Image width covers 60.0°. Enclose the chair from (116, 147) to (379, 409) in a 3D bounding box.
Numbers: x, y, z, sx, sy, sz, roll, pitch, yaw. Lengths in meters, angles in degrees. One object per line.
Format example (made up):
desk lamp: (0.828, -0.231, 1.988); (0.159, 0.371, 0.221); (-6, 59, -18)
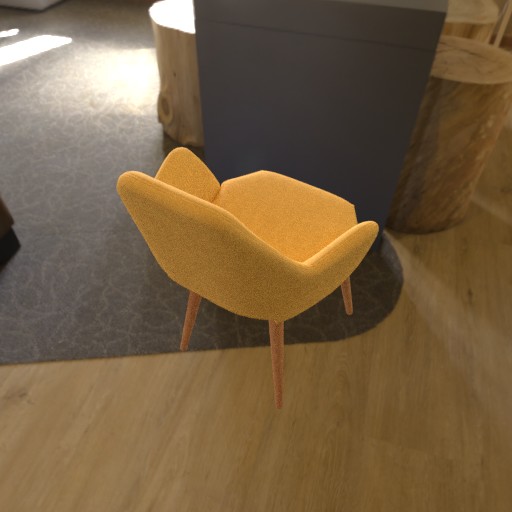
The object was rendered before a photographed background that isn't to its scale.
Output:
chair: (0.000, 0.000, 1.234); (0.590, 0.840, 0.610); (25, 52, 21)
